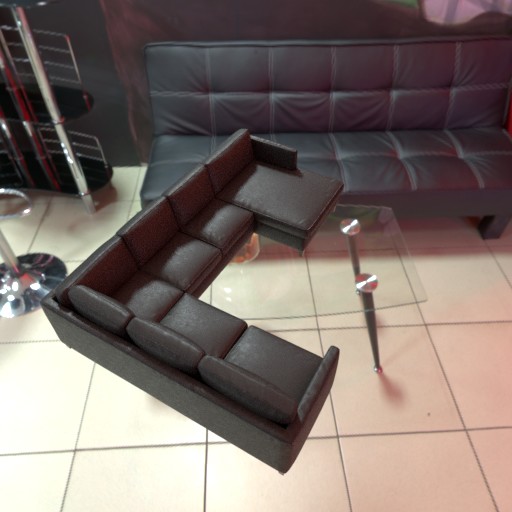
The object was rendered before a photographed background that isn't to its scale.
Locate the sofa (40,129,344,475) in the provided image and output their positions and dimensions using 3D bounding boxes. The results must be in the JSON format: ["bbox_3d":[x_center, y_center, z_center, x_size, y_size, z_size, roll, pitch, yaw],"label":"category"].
[{"bbox_3d":[0.000,0.000,4.756,2.593,0.923,3.460,22,50,20],"label":"sofa"}]
